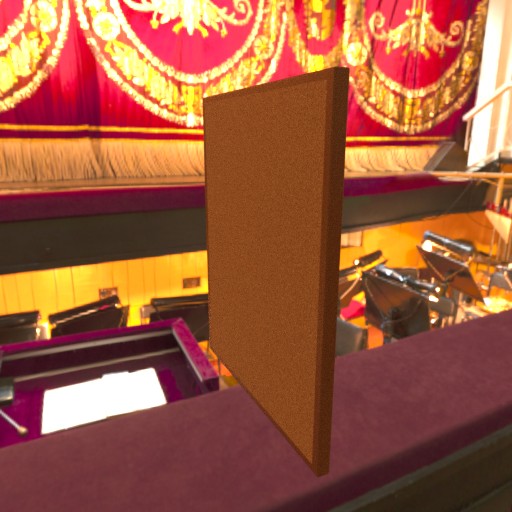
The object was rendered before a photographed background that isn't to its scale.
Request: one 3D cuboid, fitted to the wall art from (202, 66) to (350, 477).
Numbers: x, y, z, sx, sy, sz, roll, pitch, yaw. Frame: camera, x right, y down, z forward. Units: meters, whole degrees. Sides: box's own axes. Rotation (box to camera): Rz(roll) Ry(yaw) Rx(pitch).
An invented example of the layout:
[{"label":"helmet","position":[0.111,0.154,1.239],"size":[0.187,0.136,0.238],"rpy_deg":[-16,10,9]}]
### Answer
[{"label":"wall art","position":[0.000,0.000,0.527],"size":[0.015,0.379,0.310],"rpy_deg":[-7,17,-25]}]
